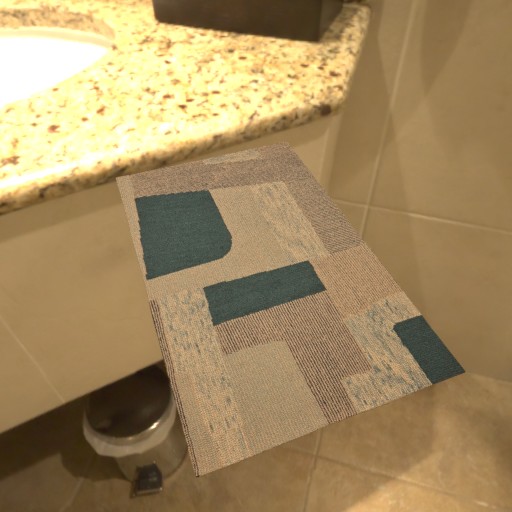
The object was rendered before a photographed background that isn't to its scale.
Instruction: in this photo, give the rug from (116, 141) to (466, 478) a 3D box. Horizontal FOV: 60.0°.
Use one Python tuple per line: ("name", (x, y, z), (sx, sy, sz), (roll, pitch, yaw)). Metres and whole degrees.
("rug", (0.000, 0.000, 3.003), (1.521, 0.015, 2.436), (-15, 49, -14))
